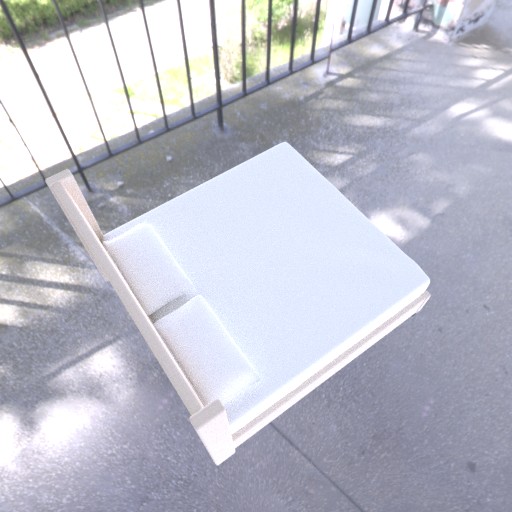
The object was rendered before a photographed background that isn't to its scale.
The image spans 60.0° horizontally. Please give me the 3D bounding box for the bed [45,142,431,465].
[{"bbox_3d":[0.000,0.000,3.757,2.293,1.471,2.145,-31,63,-18],"label":"bed"}]
